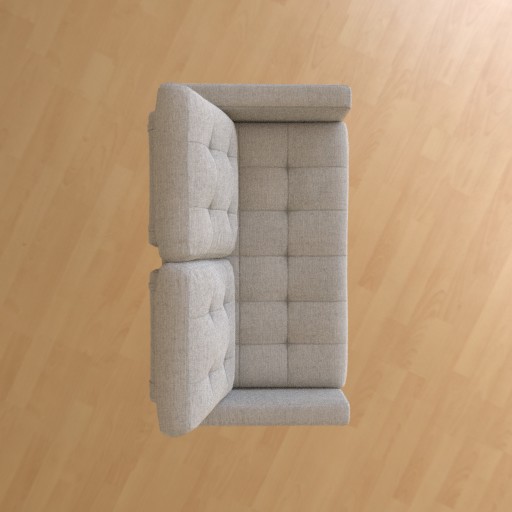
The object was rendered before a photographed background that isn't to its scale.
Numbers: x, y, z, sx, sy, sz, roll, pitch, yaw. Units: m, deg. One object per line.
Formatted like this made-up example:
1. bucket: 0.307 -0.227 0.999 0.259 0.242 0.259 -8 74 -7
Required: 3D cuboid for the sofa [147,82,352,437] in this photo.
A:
1. sofa: 0.000 0.000 1.925 0.842 0.907 1.407 0 92 -1
